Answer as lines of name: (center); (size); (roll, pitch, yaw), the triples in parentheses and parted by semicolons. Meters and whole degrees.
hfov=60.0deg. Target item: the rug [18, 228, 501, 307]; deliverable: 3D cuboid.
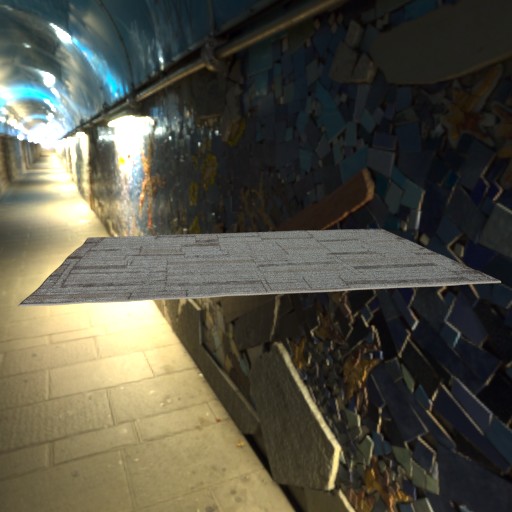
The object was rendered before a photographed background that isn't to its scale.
rug: (0.000, 0.000, 2.937); (2.444, 0.023, 1.531); (-2, 15, -8)
